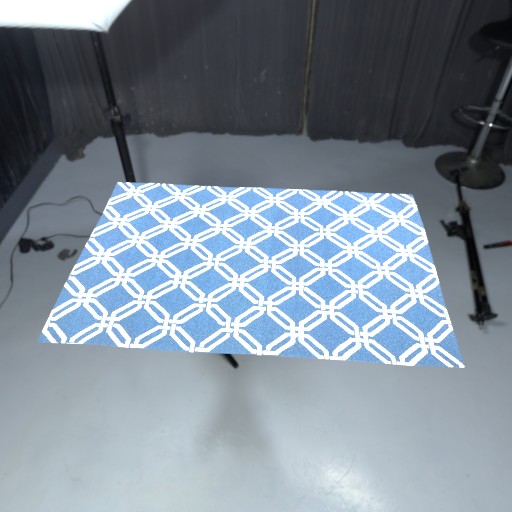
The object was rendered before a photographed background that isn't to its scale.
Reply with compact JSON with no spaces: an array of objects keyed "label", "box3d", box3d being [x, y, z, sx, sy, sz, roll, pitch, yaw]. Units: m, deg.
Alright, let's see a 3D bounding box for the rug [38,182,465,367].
[{"label":"rug","box3d":[0.000,0.000,2.204,1.755,0.010,1.153,3,44,3]}]
